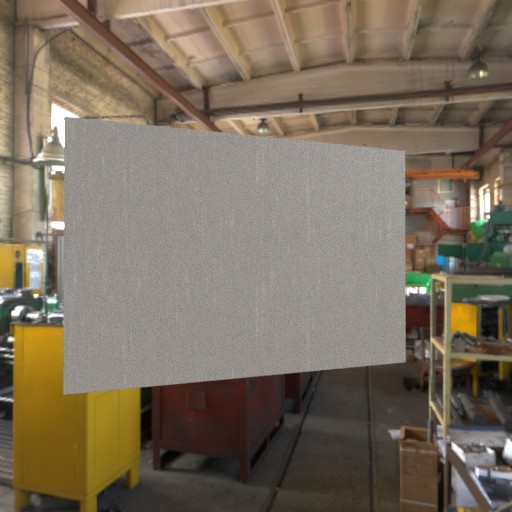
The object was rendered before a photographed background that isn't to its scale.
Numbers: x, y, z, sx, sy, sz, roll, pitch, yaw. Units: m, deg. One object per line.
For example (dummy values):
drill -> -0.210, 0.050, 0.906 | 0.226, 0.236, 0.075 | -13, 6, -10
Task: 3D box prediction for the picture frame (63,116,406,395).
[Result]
picture frame -> 0.000, 0.000, 1.195 | 0.950, 0.640, 0.029 | 0, -1, -20
